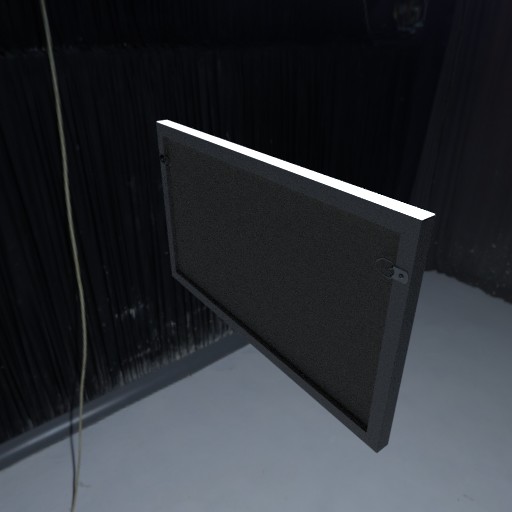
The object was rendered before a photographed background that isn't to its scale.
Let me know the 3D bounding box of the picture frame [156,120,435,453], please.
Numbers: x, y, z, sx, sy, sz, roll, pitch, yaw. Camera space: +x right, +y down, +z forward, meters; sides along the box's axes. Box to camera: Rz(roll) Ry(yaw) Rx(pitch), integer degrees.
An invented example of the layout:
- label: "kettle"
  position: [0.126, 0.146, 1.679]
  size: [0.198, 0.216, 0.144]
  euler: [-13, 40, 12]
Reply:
- label: "picture frame"
  position: [0.000, 0.000, 0.807]
  size: [0.044, 0.379, 0.647]
  euler: [-20, 34, -32]
